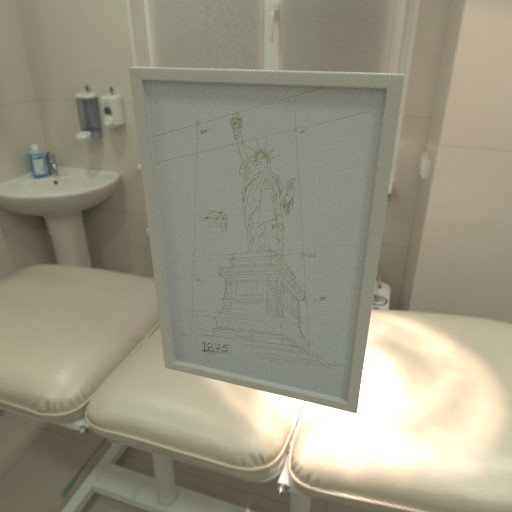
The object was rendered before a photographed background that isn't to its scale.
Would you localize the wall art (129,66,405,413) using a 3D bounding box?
[{"bbox_3d":[0.000,0.000,1.525,0.808,1.183,0.038,9,28,16],"label":"wall art"}]
